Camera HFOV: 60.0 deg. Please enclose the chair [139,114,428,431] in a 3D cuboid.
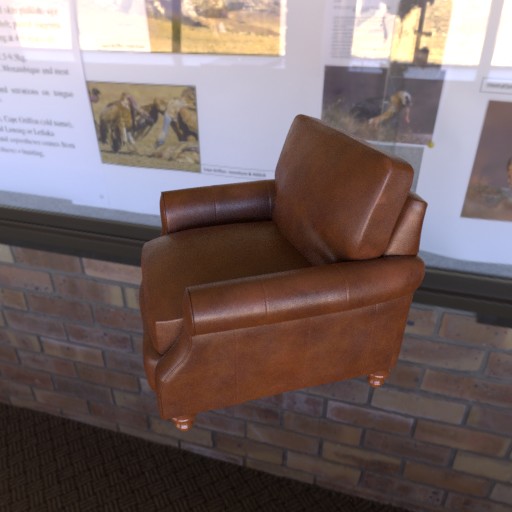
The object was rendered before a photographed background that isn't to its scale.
[{"bbox_3d":[0.000,0.000,1.816,0.992,0.972,0.989,-8,31,-14],"label":"chair"}]
